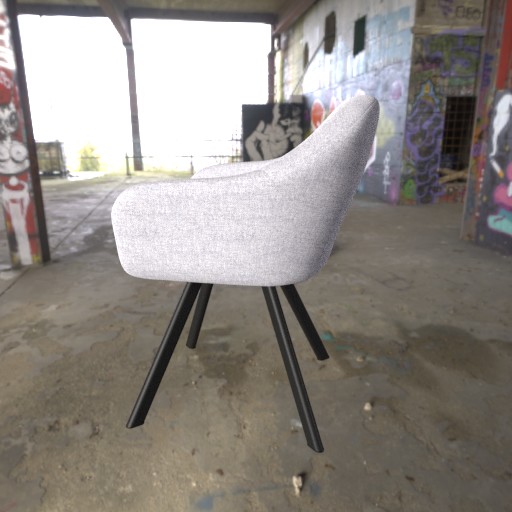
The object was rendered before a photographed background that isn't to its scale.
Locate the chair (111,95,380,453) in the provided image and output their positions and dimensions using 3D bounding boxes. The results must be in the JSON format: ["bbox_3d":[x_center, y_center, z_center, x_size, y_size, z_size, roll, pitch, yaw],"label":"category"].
[{"bbox_3d":[0.000,0.000,1.152,0.570,0.780,0.540,3,16,10],"label":"chair"}]
